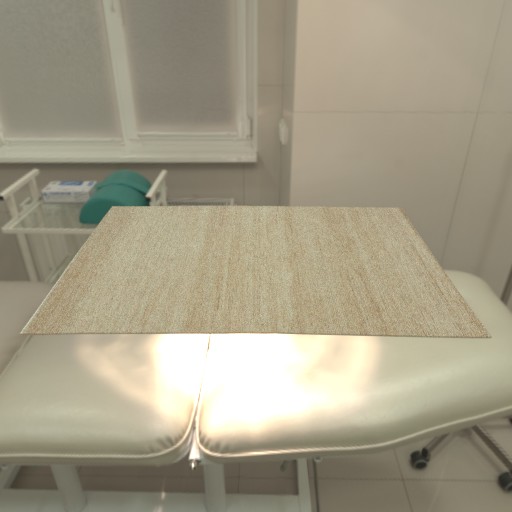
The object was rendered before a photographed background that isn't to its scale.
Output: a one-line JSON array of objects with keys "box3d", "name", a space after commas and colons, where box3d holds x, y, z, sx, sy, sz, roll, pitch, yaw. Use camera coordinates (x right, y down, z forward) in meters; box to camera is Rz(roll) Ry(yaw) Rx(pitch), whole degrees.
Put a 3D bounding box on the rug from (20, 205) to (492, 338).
[{"box3d": [0.000, 0.000, 2.872, 2.346, 0.029, 1.574, 0, 30, 1], "name": "rug"}]
